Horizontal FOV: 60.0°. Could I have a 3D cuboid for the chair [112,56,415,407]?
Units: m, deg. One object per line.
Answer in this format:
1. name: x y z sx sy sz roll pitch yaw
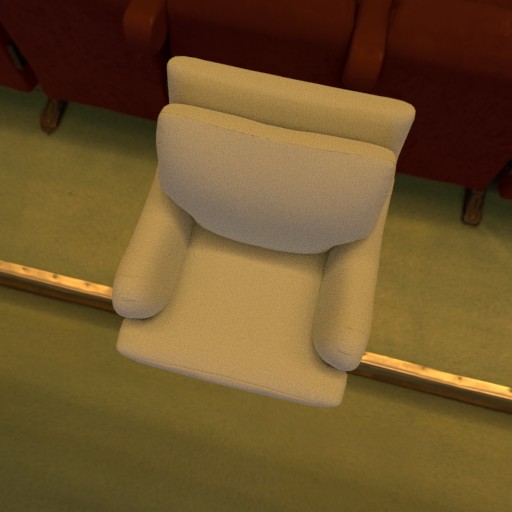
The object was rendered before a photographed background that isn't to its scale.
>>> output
1. chair: 0.000 0.000 1.849 0.955 1.038 1.070 13 75 4
